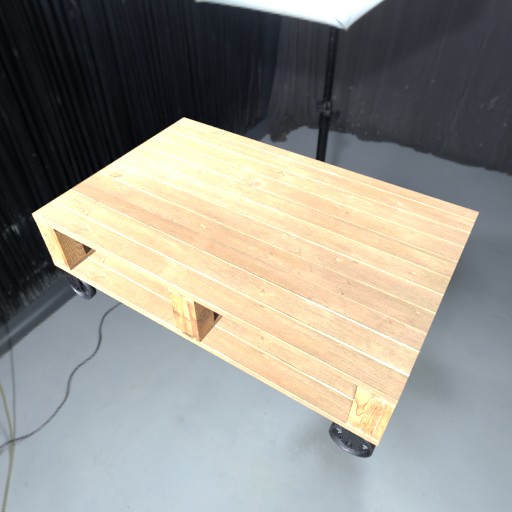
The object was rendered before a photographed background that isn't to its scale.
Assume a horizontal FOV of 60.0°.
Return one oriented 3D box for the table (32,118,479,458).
[{"bbox_3d":[0.000,0.000,1.670,1.299,0.413,0.827,24,49,22],"label":"table"}]
